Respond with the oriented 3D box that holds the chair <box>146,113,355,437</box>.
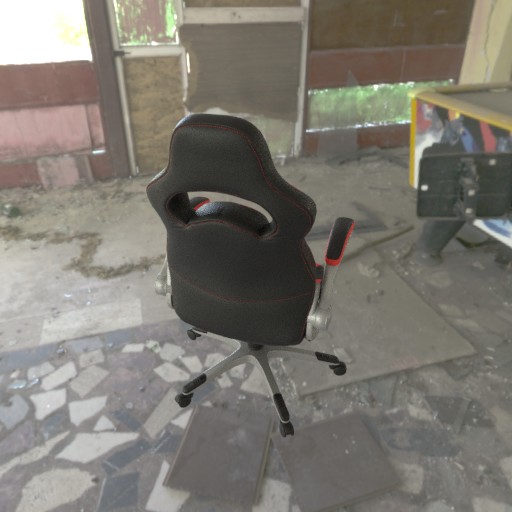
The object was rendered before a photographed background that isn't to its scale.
[{"bbox_3d":[0.000,0.000,1.638,0.758,1.165,0.712,10,33,16],"label":"chair"}]
